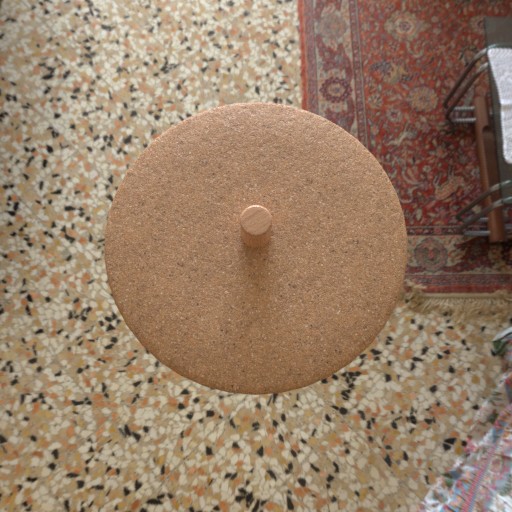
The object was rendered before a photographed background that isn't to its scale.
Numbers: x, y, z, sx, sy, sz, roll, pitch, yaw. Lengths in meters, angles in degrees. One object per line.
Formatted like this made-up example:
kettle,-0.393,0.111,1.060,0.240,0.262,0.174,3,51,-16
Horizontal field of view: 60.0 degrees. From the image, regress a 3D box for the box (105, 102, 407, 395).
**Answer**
box,0.000,0.000,0.185,0.107,0.094,0.107,0,76,0
